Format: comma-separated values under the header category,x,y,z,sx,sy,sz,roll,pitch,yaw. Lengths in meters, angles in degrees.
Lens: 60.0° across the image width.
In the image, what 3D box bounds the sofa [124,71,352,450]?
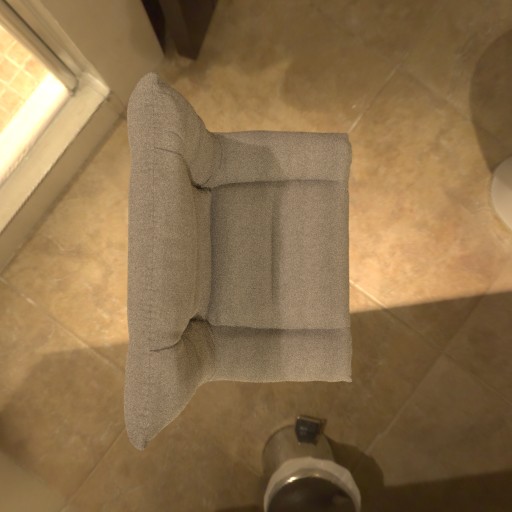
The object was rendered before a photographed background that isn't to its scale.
category,x,y,z,sx,sy,sz,roll,pitch,yaw
sofa,0.000,0.000,1.682,0.847,0.795,1.144,0,88,1
